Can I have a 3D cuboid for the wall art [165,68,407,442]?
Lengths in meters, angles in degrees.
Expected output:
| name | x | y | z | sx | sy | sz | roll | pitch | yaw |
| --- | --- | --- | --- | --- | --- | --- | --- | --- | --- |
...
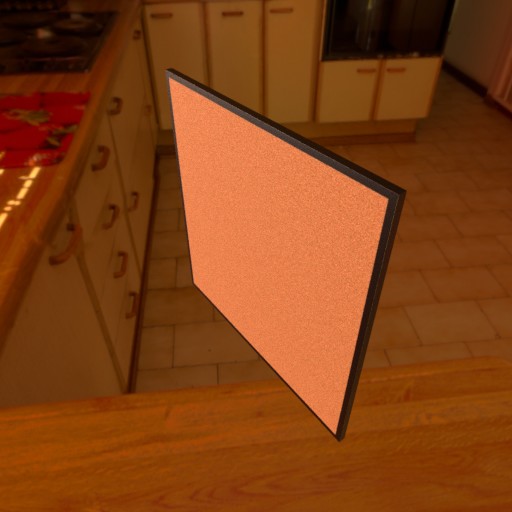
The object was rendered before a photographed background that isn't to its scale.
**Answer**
| name | x | y | z | sx | sy | sz | roll | pitch | yaw |
| --- | --- | --- | --- | --- | --- | --- | --- | --- | --- |
| wall art | 0.000 | 0.000 | 0.699 | 0.012 | 0.458 | 0.457 | -26 | 46 | -27 |
